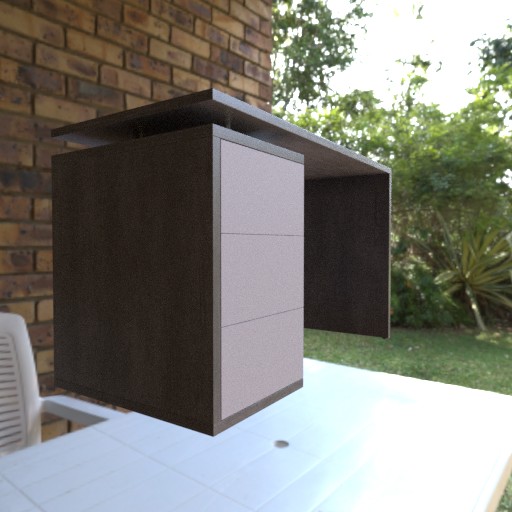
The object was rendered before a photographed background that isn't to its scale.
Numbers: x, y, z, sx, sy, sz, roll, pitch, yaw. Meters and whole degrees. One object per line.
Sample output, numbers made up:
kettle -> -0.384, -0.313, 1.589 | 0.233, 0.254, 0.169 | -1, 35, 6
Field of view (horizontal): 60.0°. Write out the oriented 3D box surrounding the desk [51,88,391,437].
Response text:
desk -> 0.000, 0.000, 1.602 | 0.600, 0.740, 1.200 | 1, 2, 34
